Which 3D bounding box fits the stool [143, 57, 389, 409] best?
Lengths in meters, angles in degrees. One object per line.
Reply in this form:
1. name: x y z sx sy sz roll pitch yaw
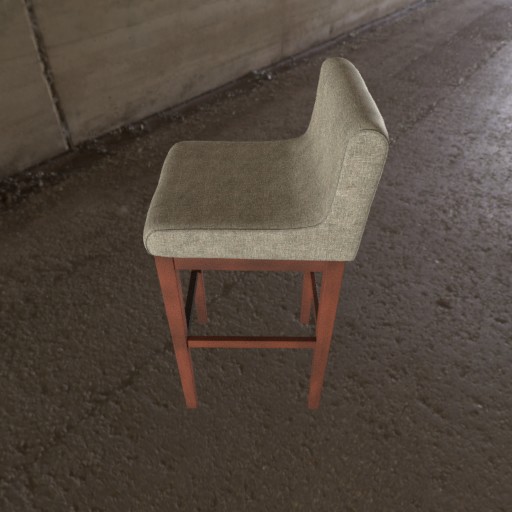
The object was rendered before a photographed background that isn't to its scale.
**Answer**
1. stool: 0.000 0.000 1.253 0.499 0.965 0.426 0 41 0
